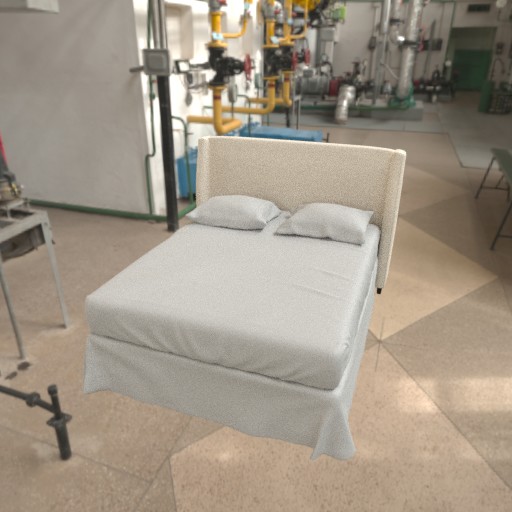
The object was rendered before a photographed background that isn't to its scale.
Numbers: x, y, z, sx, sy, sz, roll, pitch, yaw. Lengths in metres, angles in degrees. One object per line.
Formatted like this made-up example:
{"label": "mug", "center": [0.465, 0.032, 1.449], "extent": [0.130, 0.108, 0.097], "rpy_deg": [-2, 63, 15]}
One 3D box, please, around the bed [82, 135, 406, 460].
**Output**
{"label": "bed", "center": [0.000, 0.000, 3.387], "extent": [1.925, 1.332, 2.276], "rpy_deg": [9, 27, 18]}
